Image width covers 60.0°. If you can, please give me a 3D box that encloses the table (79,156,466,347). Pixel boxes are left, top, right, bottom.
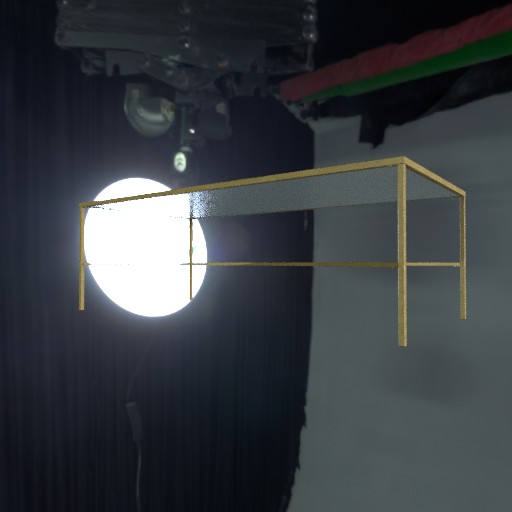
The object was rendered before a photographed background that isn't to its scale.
[{"bbox_3d":[0.000,0.000,1.515,1.206,0.398,0.580,-1,-1,37],"label":"table"}]
